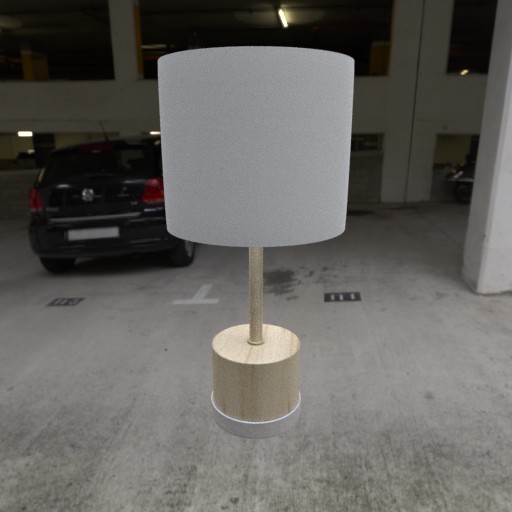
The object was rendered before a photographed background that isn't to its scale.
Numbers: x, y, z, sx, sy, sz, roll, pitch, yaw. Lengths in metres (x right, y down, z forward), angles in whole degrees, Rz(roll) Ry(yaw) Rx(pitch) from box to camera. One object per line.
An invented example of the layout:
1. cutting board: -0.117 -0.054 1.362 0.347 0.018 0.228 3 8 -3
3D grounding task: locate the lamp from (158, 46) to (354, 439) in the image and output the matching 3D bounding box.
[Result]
1. lamp: 0.000 0.000 0.586 0.229 0.470 0.229 2 16 7
